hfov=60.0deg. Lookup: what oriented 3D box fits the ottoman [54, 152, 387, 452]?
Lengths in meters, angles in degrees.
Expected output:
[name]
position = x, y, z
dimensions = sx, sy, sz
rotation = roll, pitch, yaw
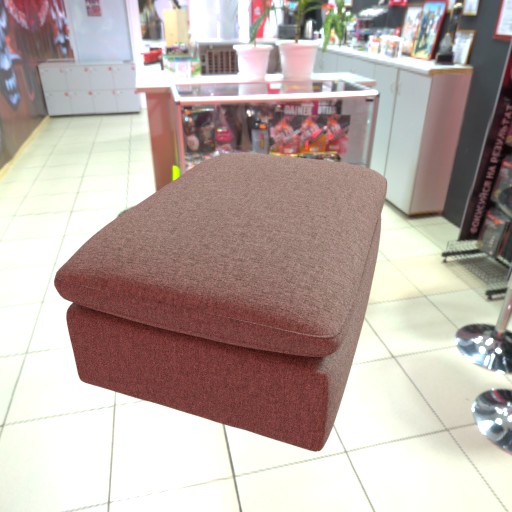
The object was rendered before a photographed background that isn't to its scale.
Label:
[ottoman]
position = 0.000, 0.000, 1.354
dimensions = 0.694, 0.451, 0.977
rotation = 10, 31, 17
